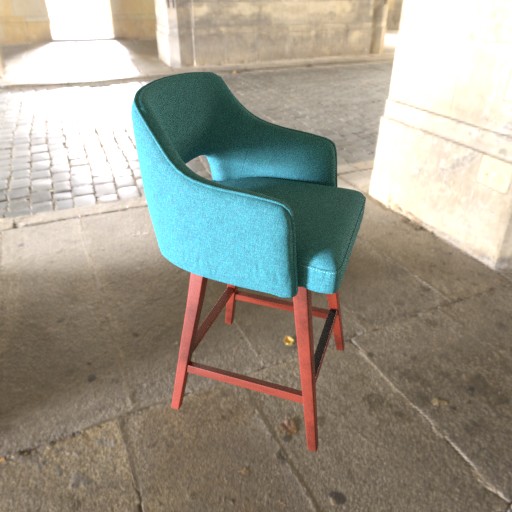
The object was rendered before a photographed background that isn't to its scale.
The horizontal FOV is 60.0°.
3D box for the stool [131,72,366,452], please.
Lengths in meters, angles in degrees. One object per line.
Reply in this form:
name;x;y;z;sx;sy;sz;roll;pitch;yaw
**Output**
stool;0.000;0.000;1.312;0.556;0.961;0.548;10;33;17
